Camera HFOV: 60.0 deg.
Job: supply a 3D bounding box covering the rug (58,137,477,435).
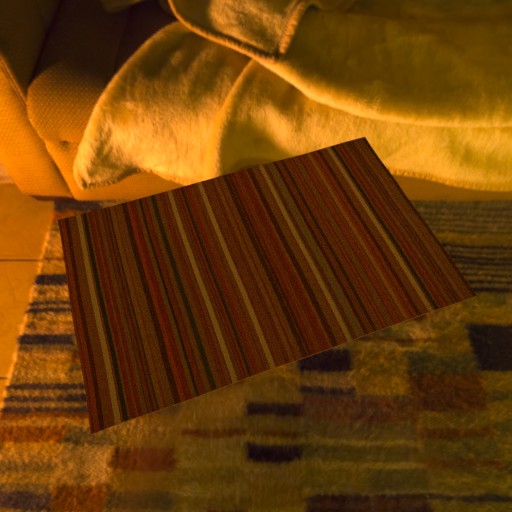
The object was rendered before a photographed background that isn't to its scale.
[{"bbox_3d":[0.000,0.000,2.975,2.438,0.008,1.523,-17,60,-10],"label":"rug"}]
